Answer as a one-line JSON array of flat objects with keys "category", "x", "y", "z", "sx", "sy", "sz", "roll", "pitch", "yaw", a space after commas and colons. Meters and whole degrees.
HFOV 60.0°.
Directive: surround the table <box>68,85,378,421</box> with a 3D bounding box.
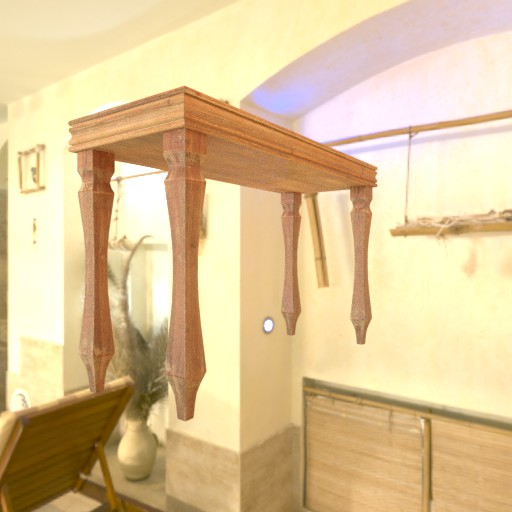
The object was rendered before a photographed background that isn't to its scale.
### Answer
[{"category": "table", "x": 0.000, "y": 0.000, "z": 1.808, "sx": 0.522, "sy": 0.873, "sz": 1.330, "roll": 0, "pitch": 1, "yaw": 36}]
